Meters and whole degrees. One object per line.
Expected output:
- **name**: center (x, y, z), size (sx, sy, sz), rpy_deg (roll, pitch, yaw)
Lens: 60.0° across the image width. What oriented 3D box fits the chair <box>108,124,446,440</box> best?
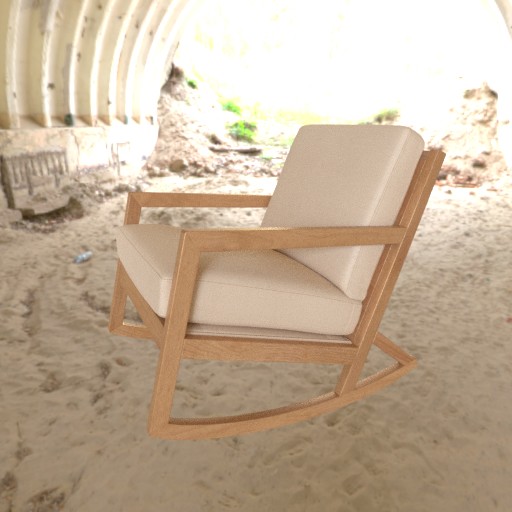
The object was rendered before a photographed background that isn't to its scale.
- **chair**: center (0.000, 0.000, 1.390), size (0.857, 0.790, 0.622), rpy_deg (-8, 19, -25)
